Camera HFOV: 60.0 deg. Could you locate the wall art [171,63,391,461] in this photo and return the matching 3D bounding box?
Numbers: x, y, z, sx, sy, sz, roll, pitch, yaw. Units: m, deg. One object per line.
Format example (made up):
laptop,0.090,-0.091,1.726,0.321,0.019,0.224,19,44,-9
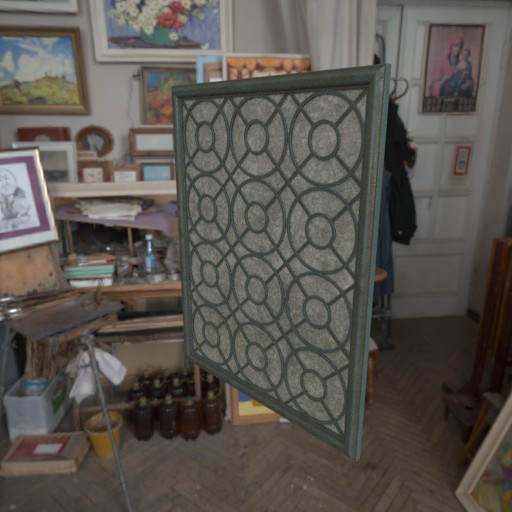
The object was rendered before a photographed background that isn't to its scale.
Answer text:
wall art,0.000,0.000,1.308,0.030,0.983,0.767,-16,23,-42
